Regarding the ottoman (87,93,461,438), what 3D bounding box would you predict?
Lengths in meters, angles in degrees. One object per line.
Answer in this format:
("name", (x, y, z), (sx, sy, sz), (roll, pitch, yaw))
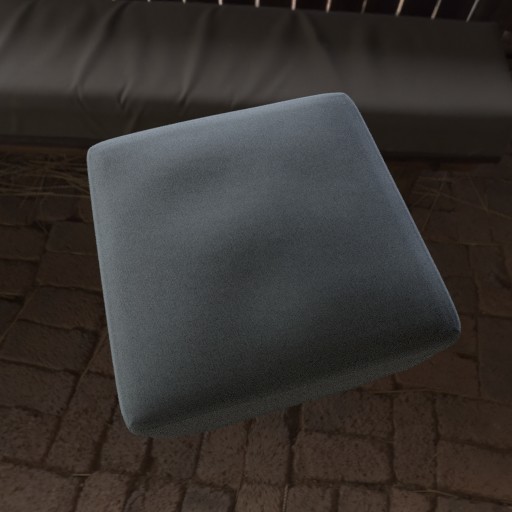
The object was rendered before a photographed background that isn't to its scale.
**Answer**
("ottoman", (0.000, 0.000, 1.326), (0.842, 0.441, 0.843), (-14, 65, -7))
